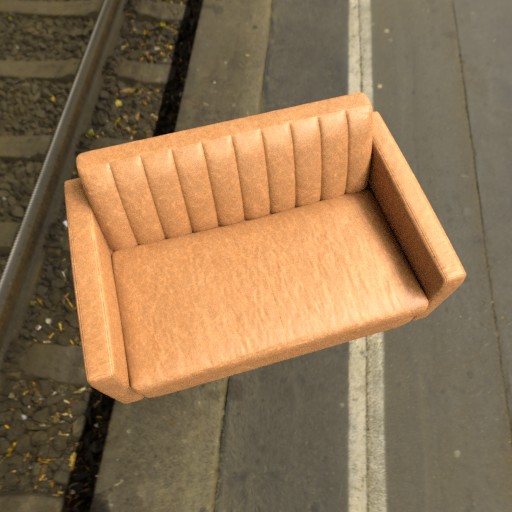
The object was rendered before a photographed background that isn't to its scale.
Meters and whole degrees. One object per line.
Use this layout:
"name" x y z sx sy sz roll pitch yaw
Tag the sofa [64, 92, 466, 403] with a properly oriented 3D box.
"sofa" 0.000 0.000 2.083 1.549 0.820 0.960 -14 65 -7
